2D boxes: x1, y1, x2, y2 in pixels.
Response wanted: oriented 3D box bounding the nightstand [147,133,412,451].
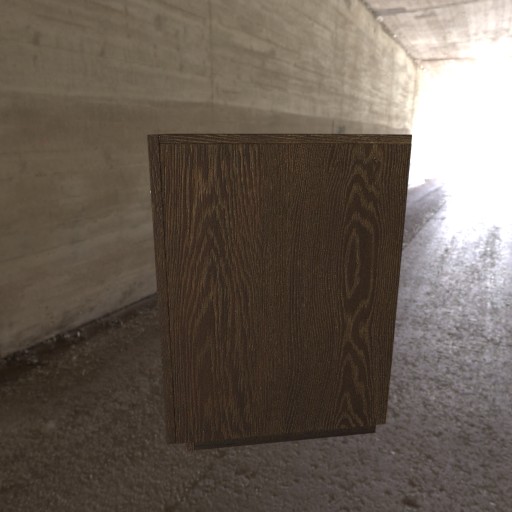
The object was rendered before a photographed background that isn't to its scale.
[{"bbox_3d":[0.000,0.000,1.152,0.457,0.612,0.775,-2,16,-8],"label":"nightstand"}]
